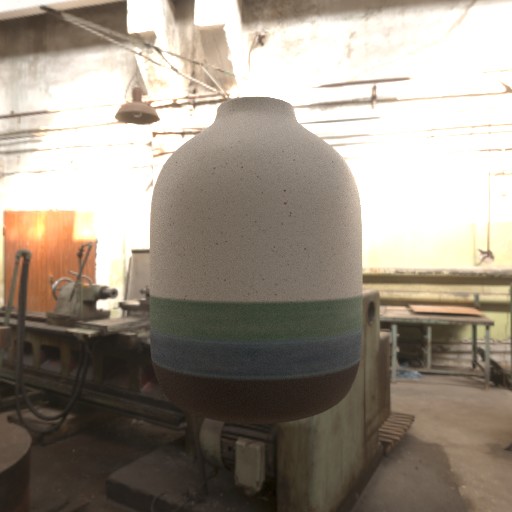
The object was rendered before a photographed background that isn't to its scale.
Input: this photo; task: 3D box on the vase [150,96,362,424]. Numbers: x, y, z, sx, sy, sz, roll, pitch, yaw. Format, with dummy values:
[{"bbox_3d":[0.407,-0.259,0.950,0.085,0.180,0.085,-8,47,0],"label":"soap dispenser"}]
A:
[{"bbox_3d":[0.000,0.000,0.362,0.169,0.240,0.169,0,0,0],"label":"vase"}]
